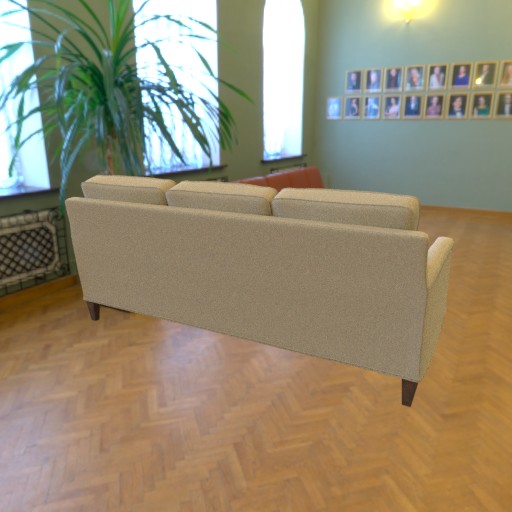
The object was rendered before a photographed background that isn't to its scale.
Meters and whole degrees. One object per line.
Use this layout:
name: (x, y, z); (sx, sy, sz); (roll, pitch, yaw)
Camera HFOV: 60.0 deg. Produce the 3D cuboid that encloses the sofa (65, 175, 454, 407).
sofa: (0.000, 0.000, 2.831); (2.246, 1.003, 1.084); (8, 18, 27)
